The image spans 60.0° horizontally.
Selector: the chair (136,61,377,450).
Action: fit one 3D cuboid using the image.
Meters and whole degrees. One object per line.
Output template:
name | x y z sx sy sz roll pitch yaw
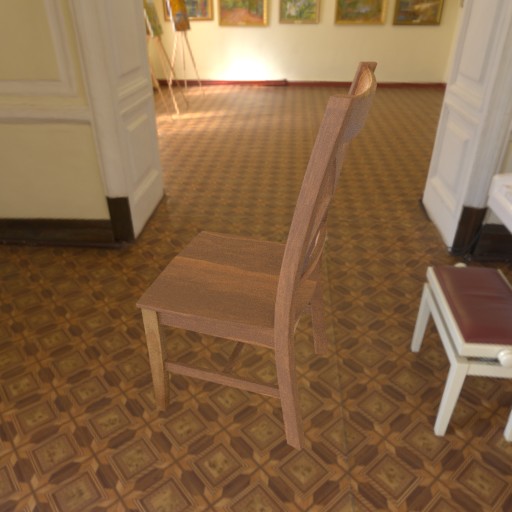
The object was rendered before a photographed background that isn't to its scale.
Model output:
chair | 0.000 0.000 1.262 0.542 0.983 0.485 9 32 15
